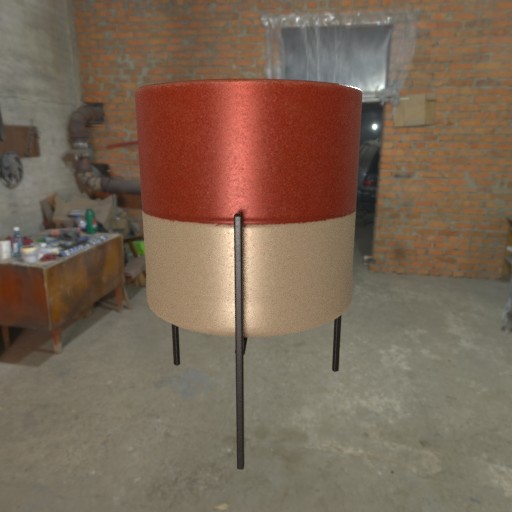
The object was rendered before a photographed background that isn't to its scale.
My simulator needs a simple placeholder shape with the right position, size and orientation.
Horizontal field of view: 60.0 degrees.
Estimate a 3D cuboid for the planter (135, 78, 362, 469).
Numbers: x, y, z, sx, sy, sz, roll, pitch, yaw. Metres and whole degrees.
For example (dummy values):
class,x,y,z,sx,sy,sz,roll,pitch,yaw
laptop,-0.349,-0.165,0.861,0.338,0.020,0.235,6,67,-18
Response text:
class,x,y,z,sx,sy,sz,roll,pitch,yaw
planter,0.000,0.000,0.512,0.251,0.354,0.235,-7,16,-25
